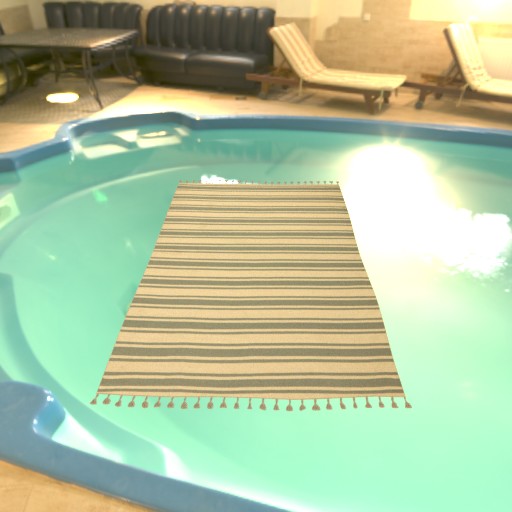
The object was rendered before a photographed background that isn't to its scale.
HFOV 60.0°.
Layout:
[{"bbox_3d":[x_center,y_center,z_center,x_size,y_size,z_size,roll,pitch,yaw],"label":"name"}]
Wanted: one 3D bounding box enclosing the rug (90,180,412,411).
[{"bbox_3d":[0.000,0.000,2.528,1.222,0.009,2.084,1,34,1],"label":"rug"}]
